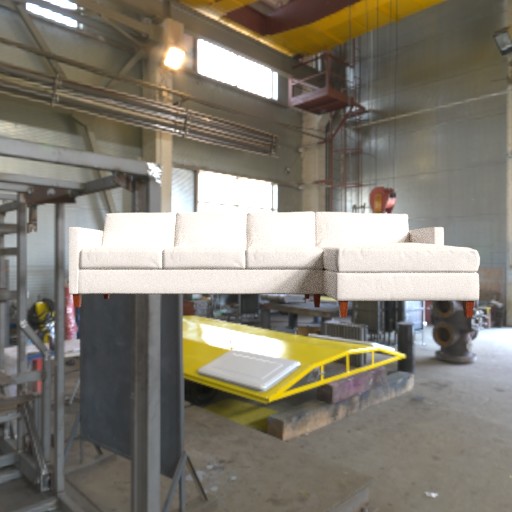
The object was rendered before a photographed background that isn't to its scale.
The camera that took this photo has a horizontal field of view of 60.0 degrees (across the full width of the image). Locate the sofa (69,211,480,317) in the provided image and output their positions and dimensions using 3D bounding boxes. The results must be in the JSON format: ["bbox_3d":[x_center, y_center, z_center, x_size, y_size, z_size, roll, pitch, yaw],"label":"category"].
[{"bbox_3d":[0.000,0.000,4.198,3.471,0.954,1.606,0,0,0],"label":"sofa"}]
